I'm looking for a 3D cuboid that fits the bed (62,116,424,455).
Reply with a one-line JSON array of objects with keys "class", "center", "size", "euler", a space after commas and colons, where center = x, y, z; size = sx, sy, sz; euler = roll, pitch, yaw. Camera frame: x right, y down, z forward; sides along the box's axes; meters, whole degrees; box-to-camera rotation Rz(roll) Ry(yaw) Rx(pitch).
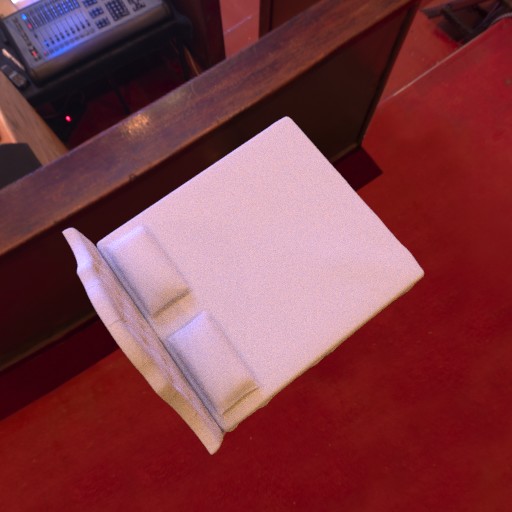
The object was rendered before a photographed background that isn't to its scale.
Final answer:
[{"class": "bed", "center": [0.000, 0.000, 3.576], "size": [2.214, 1.615, 2.008], "euler": [-36, 78, -9]}]
